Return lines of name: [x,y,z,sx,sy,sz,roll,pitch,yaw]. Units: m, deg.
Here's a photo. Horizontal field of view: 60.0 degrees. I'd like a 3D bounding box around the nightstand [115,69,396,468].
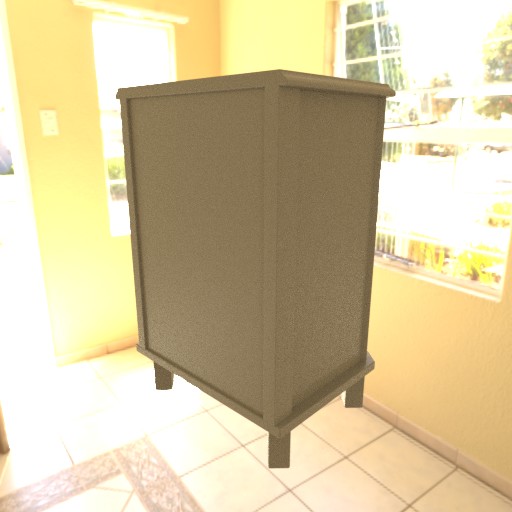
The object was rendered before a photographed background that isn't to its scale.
nightstand: [0.000,0.000,0.952,0.450,0.680,0.350,15,22,42]
